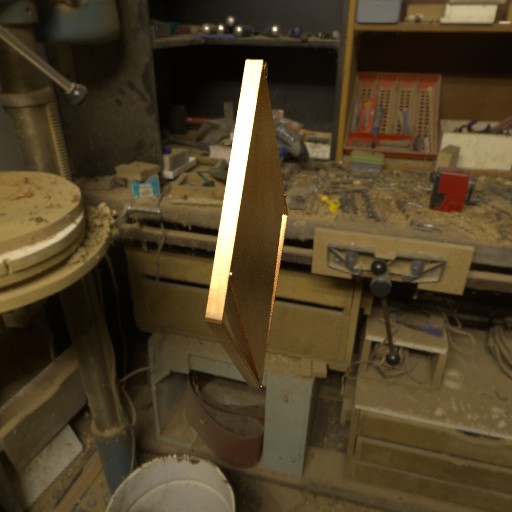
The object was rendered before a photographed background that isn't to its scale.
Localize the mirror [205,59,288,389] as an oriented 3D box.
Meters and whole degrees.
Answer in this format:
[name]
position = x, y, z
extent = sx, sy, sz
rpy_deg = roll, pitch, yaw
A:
[mirror]
position = 0.000, 0.000, 0.833
extent = 0.032, 0.679, 0.419
rpy_deg = 9, 30, 15
